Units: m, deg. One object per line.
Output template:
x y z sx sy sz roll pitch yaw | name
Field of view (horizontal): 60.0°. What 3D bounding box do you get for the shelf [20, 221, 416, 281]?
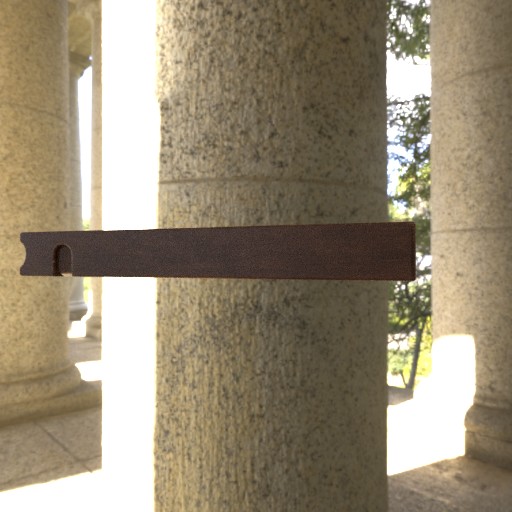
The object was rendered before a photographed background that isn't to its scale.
0.000 0.000 0.445 0.296 0.035 0.296 0 -1 19 | shelf
